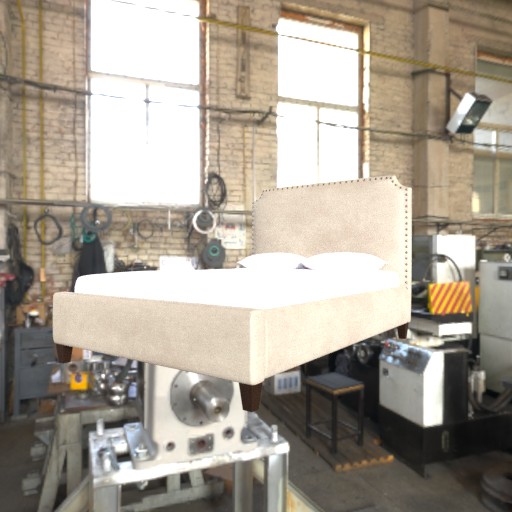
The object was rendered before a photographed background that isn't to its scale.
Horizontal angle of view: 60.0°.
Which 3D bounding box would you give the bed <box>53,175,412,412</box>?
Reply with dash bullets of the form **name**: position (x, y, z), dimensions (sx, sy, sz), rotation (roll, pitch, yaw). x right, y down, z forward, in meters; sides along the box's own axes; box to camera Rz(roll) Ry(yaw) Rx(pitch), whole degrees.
- **bed**: position (0.000, 0.000, 3.450), dimensions (1.712, 1.443, 2.372), rotation (0, 0, 36)
